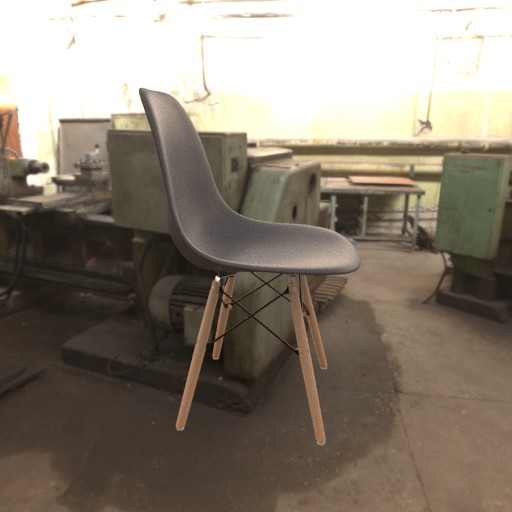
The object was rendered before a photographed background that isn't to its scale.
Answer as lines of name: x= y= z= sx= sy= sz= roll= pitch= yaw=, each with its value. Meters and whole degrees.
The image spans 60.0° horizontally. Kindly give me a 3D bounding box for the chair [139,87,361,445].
chair: x=0.000 y=0.000 z=1.159 sx=0.533 sy=0.826 sz=0.470 roll=3 pitch=16 yaw=9
